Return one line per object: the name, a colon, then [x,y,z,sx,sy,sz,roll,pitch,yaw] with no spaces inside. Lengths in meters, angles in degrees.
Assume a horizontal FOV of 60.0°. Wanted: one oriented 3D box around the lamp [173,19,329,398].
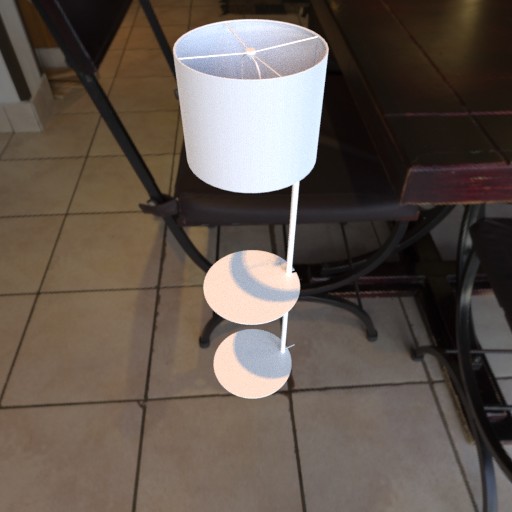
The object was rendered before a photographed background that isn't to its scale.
lamp: [0.000,0.000,1.597,0.405,1.465,0.372,-16,48,-15]
